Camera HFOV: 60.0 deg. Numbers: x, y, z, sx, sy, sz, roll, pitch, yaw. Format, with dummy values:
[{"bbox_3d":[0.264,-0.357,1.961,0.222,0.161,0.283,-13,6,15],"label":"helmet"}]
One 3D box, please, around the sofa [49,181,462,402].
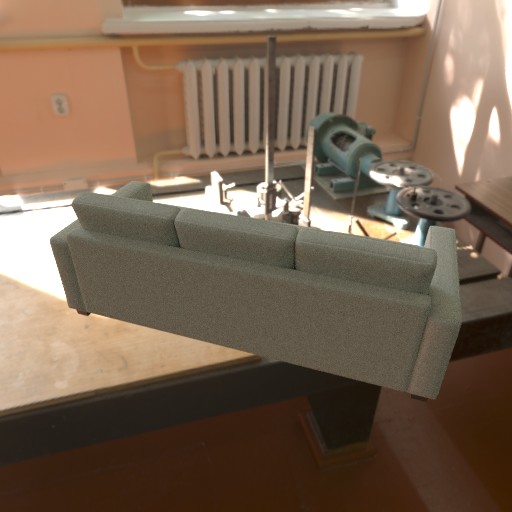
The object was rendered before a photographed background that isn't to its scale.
[{"bbox_3d":[0.000,0.000,2.602,2.160,0.800,0.900,11,35,16],"label":"sofa"}]
